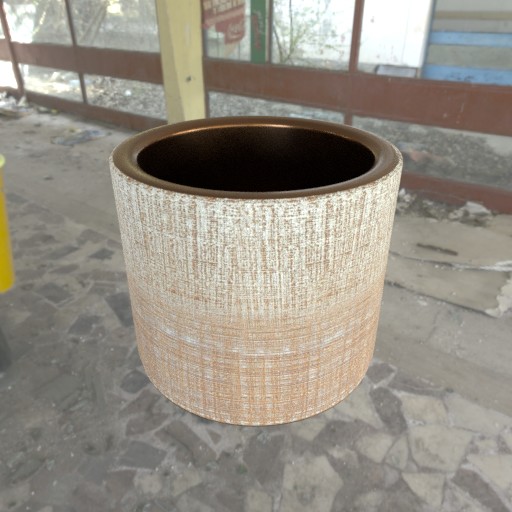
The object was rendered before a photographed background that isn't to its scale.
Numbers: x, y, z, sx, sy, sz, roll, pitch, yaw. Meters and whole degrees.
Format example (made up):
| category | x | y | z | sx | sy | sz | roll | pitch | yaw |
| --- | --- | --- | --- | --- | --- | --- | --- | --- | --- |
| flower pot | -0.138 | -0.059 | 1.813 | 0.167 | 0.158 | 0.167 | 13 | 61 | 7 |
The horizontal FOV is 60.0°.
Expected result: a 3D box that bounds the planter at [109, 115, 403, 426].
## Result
| category | x | y | z | sx | sy | sz | roll | pitch | yaw |
| --- | --- | --- | --- | --- | --- | --- | --- | --- | --- |
| planter | 0.000 | 0.000 | 0.190 | 0.109 | 0.096 | 0.109 | 0 | 30 | 0 |
